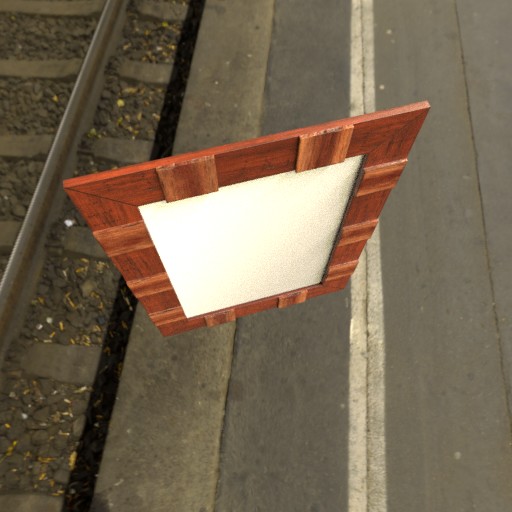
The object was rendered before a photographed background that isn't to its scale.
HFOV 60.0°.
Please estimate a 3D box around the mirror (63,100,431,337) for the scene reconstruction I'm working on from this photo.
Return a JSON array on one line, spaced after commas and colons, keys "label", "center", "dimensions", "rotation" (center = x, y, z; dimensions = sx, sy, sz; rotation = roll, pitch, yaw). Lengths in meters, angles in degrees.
[{"label": "mirror", "center": [0.000, 0.000, 1.060], "dimensions": [0.600, 0.805, 0.021], "rotation": [-14, 65, -7]}]
